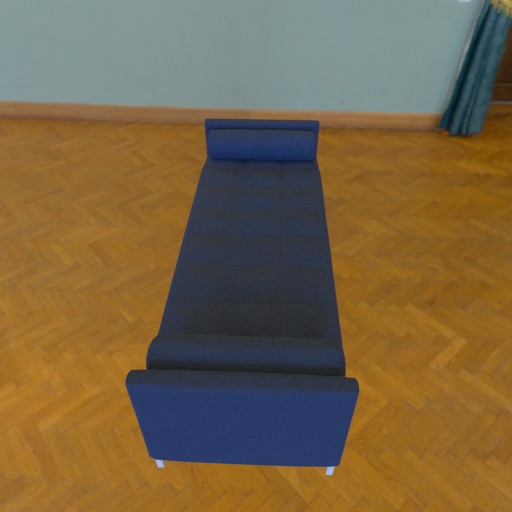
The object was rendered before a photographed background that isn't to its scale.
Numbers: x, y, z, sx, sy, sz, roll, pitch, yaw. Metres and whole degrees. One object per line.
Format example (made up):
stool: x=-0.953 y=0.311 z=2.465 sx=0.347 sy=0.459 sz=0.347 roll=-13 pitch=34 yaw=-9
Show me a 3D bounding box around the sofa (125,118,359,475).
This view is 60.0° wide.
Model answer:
sofa: x=0.000 y=0.000 z=2.428 sx=0.797 sy=0.657 sz=2.102 roll=2 pitch=41 yaw=2
